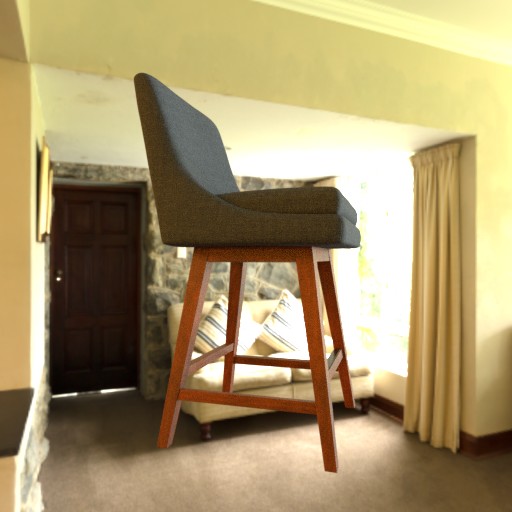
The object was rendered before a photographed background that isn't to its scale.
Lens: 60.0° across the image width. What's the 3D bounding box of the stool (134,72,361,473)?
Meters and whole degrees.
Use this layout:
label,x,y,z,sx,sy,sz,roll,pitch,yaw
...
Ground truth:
label,x,y,z,sx,sy,sz,roll,pitch,yaw
stool,0.000,0.000,1.189,0.524,0.895,0.467,0,0,17
